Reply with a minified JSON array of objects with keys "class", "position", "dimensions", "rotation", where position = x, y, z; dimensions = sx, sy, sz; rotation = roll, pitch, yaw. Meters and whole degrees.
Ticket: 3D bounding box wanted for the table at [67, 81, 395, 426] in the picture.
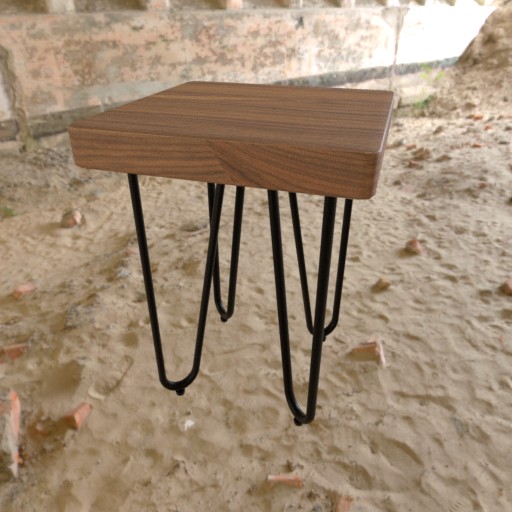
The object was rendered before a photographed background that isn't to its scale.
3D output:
[{"class":"table","position":[0.000,0.000,0.978],"dimensions":[0.480,0.641,0.479],"rotation":[9,31,15]}]
